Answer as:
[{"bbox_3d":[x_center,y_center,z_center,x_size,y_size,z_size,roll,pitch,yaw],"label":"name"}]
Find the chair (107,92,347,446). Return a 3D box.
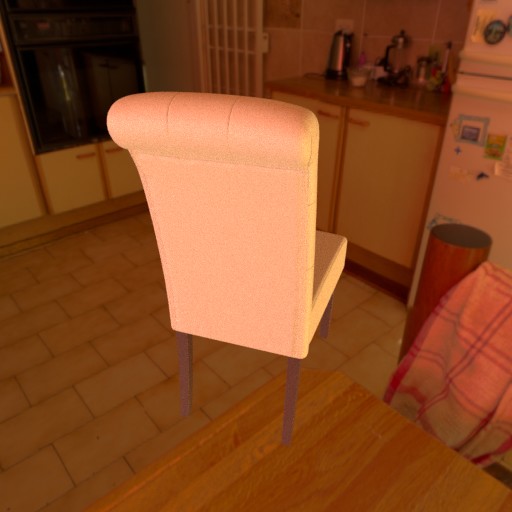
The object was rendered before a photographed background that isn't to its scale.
[{"bbox_3d":[0.000,0.000,1.304,0.456,1.006,0.671,10,32,16],"label":"chair"}]
